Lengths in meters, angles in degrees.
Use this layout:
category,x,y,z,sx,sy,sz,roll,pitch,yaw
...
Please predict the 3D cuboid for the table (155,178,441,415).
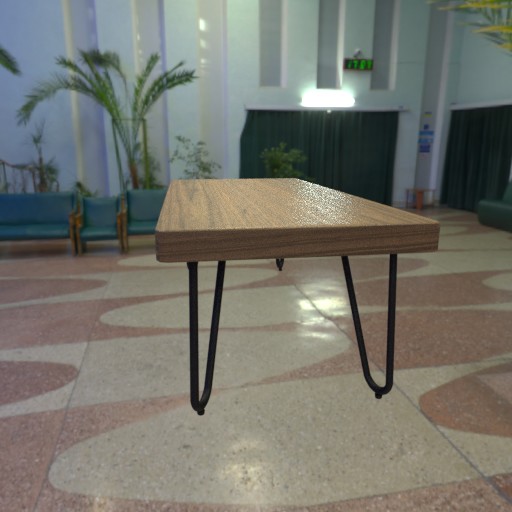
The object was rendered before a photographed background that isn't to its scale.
category,x,y,z,sx,sy,sz,roll,pitch,yaw
table,0.000,0.000,1.654,0.637,0.468,1.375,-2,14,-9
